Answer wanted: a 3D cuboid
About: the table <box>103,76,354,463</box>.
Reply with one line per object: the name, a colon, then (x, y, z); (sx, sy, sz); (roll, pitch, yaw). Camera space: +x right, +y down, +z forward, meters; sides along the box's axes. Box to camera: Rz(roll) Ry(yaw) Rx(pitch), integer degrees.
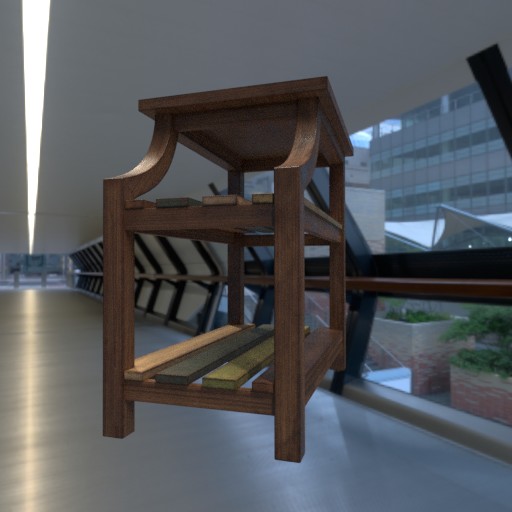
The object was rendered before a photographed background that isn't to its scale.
table: (0.000, 0.000, 0.941); (0.356, 0.584, 0.609); (0, -1, 17)
